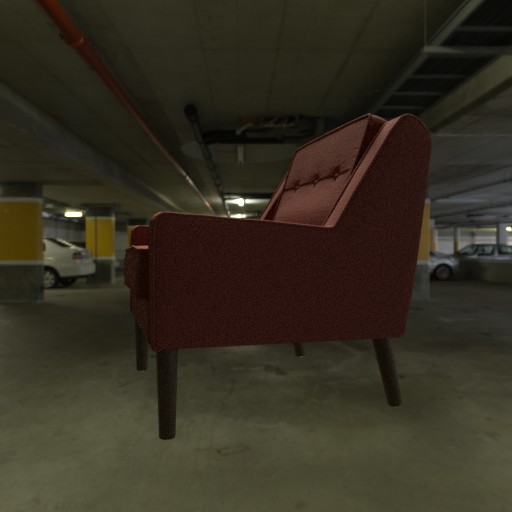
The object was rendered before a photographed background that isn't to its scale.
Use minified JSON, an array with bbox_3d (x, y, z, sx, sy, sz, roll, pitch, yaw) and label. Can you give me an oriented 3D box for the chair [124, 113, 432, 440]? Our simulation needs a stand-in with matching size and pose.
[{"bbox_3d":[0.000,0.000,1.380,0.770,0.812,0.680,0,1,-20],"label":"chair"}]
